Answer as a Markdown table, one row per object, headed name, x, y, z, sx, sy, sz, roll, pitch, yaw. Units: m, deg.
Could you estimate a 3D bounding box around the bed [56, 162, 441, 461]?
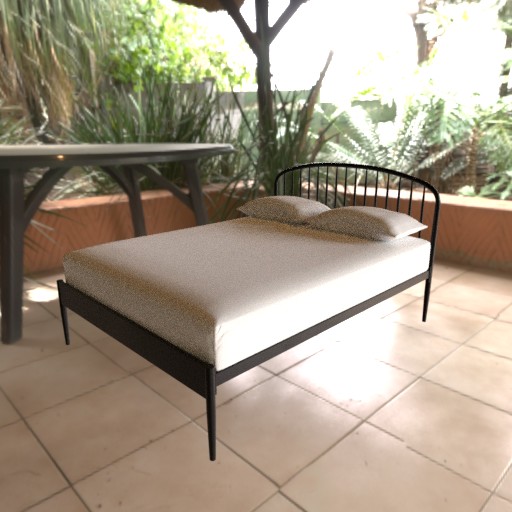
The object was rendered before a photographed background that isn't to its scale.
| name | x | y | z | sx | sy | sz | roll | pitch | yaw |
| --- | --- | --- | --- | --- | --- | --- | --- | --- | --- |
| bed | 0.000 | 0.000 | 3.099 | 2.159 | 1.166 | 1.618 | -15 | 22 | -43 |
